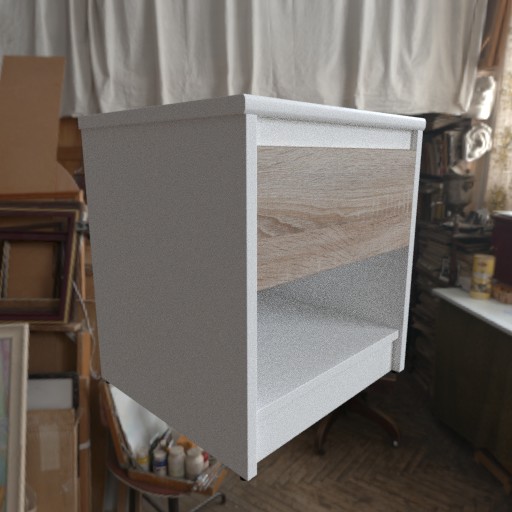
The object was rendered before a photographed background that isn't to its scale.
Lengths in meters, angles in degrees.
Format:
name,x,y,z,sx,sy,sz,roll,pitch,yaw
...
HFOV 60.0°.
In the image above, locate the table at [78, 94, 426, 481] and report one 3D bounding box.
name,x,y,z,sx,sy,sz,roll,pitch,yaw
table,0.000,0.000,0.769,0.380,0.460,0.420,12,17,43
